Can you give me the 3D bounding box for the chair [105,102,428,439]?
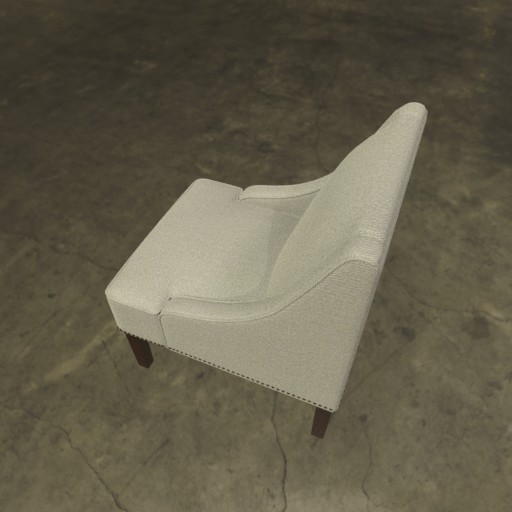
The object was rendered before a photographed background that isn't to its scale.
[{"bbox_3d":[0.000,0.000,1.391,0.748,0.872,0.628,17,49,15],"label":"chair"}]
